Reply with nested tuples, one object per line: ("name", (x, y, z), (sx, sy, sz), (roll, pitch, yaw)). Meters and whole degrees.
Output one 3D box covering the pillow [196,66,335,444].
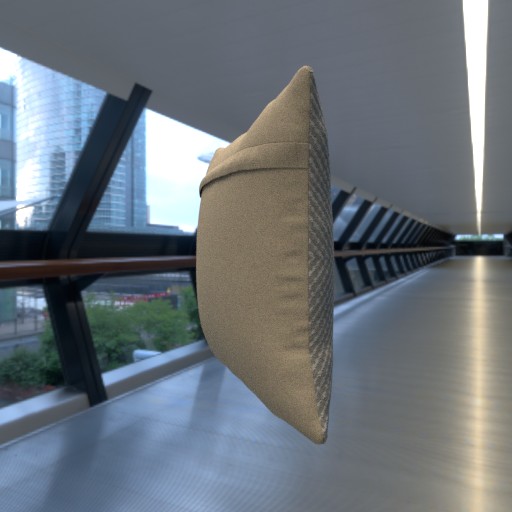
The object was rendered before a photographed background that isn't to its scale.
("pillow", (0.000, 0.000, 0.743), (0.181, 0.458, 0.459), (0, 0, -19))
